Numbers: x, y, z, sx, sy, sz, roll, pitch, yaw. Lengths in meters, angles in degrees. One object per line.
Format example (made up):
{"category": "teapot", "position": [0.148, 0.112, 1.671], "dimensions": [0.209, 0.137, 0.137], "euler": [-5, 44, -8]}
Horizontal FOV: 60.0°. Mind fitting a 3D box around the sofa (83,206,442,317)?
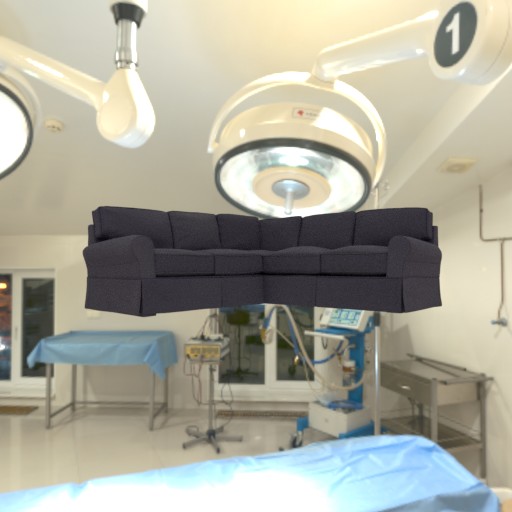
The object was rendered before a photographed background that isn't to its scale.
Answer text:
{"category": "sofa", "position": [0.000, 0.000, 5.177], "dimensions": [3.773, 1.169, 2.874], "euler": [0, -1, -18]}
